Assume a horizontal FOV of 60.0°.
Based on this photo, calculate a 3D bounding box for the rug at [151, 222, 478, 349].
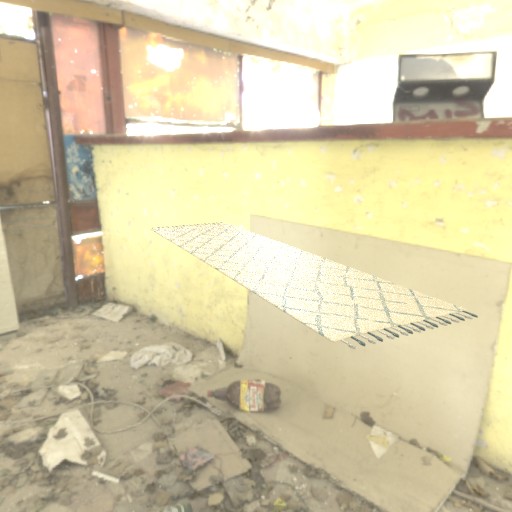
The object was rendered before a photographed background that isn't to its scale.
[{"bbox_3d":[0.000,0.000,2.481,0.620,0.008,2.372,-7,15,-27],"label":"rug"}]
